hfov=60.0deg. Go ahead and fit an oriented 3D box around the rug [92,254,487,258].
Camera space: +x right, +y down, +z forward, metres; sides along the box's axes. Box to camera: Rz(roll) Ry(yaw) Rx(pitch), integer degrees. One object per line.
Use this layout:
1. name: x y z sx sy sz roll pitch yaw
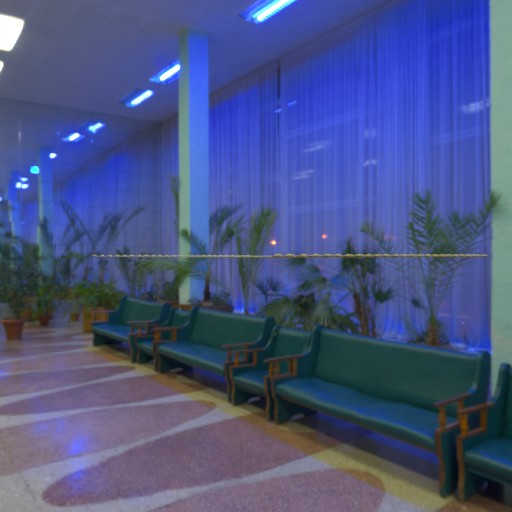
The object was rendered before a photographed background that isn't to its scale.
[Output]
1. rug: 0.000 0.000 3.062 1.540 0.018 2.435 0 0 -36
